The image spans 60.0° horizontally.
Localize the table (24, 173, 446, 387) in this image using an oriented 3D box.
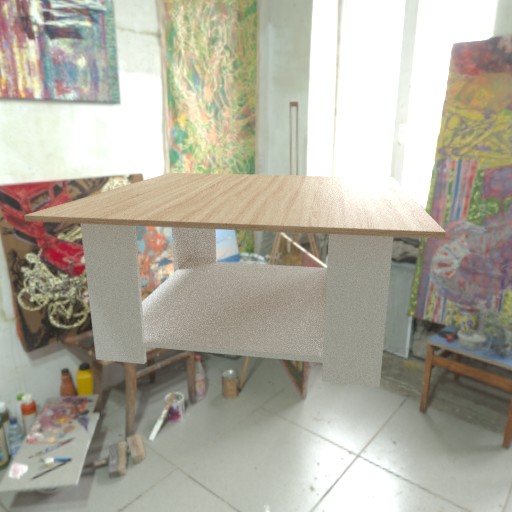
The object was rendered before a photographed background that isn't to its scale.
[{"bbox_3d":[0.000,0.000,1.046,0.670,0.305,0.670,3,17,10],"label":"table"}]
